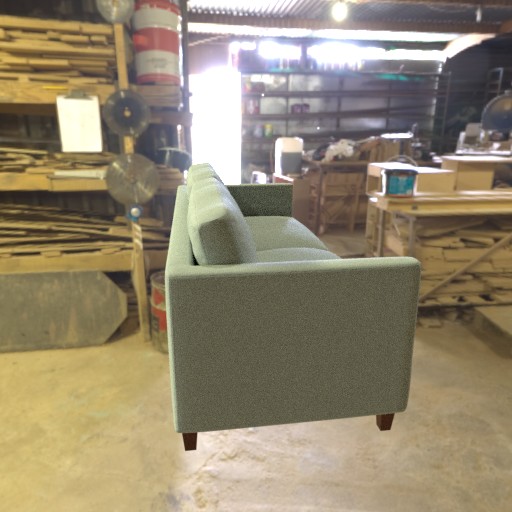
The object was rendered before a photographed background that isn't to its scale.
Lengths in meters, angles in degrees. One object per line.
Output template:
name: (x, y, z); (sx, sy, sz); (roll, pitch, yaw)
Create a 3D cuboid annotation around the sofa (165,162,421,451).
sofa: (0.000, 0.000, 2.633); (0.951, 0.965, 2.208); (-2, 17, -8)
